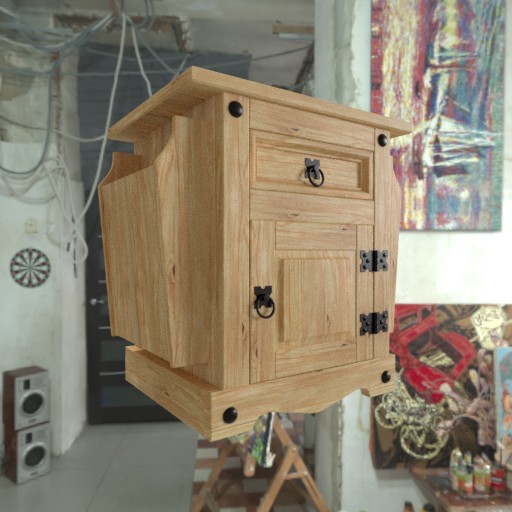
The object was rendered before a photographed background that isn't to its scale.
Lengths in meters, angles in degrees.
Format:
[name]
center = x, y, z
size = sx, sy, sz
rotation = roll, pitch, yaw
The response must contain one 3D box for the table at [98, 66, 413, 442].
[table]
center = 0.000, 0.000, 0.878
size = 0.530, 0.515, 0.380
rotation = -1, 1, -35
